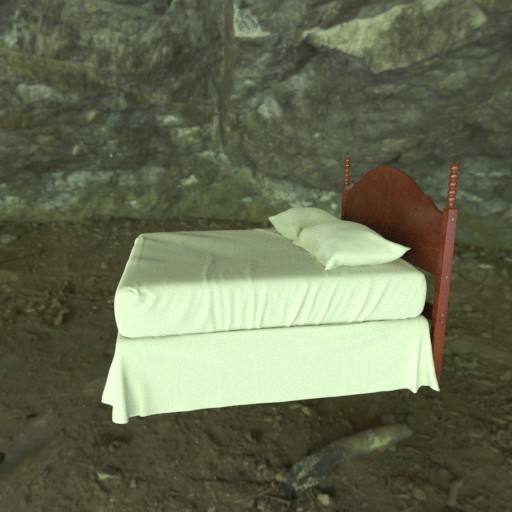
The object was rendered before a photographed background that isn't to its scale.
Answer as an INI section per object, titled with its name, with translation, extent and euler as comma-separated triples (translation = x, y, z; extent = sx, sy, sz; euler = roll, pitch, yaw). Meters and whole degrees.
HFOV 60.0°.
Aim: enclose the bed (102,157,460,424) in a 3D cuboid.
[bed]
translation = 0.000, 0.000, 3.217
extent = 2.040, 1.356, 1.873
euler = -2, 14, -10
